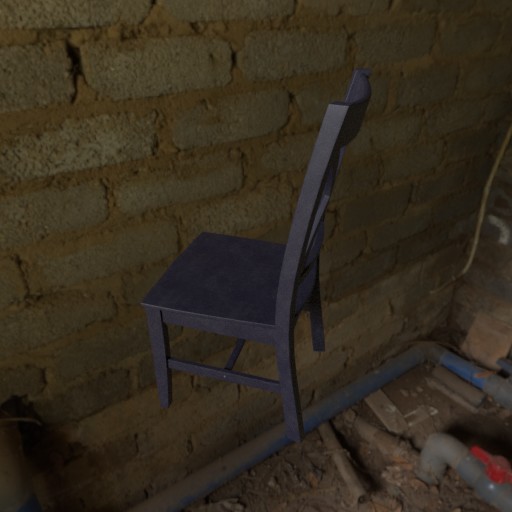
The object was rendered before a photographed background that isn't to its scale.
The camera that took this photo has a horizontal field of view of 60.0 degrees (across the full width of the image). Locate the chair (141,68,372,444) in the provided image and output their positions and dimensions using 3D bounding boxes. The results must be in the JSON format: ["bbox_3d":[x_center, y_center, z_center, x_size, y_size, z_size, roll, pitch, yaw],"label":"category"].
[{"bbox_3d":[0.000,0.000,1.304,0.542,0.983,0.485,9,32,14],"label":"chair"}]
